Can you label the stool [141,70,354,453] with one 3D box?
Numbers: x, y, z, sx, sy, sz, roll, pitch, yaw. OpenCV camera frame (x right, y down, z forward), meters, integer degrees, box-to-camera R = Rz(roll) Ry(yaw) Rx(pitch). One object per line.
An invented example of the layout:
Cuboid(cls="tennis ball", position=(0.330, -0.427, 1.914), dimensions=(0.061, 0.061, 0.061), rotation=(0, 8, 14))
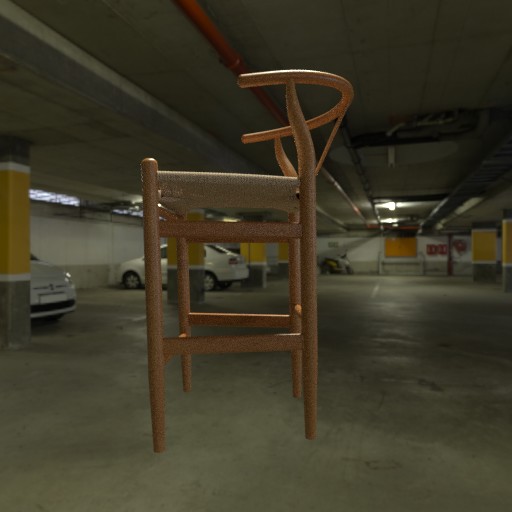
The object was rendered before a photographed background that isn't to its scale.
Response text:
Cuboid(cls="stool", position=(0.000, 0.000, 1.353), dimensions=(0.579, 0.970, 0.569), rotation=(0, 0, -1))
